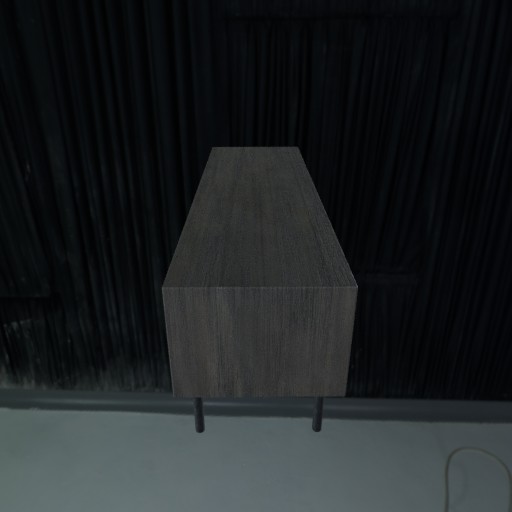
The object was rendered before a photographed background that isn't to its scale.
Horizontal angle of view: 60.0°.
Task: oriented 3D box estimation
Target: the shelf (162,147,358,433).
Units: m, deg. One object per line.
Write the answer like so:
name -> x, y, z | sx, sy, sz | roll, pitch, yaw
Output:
shelf -> 0.000, 0.000, 1.585 | 0.400, 0.495, 1.300 | 0, 26, 0
